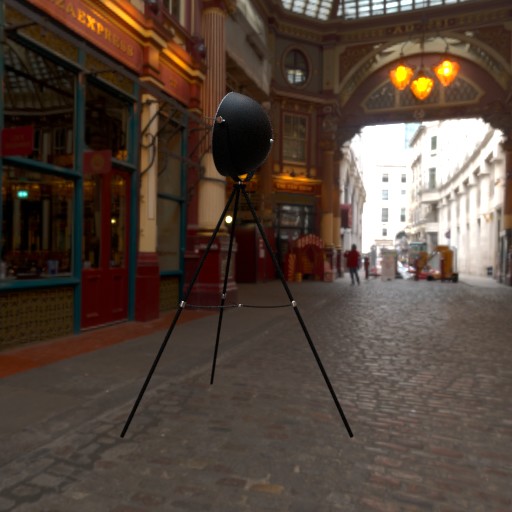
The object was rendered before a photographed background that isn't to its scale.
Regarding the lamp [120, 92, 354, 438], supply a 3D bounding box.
[{"bbox_3d":[0.000,0.000,2.072,0.920,1.512,0.817,0,1,19],"label":"lamp"}]
